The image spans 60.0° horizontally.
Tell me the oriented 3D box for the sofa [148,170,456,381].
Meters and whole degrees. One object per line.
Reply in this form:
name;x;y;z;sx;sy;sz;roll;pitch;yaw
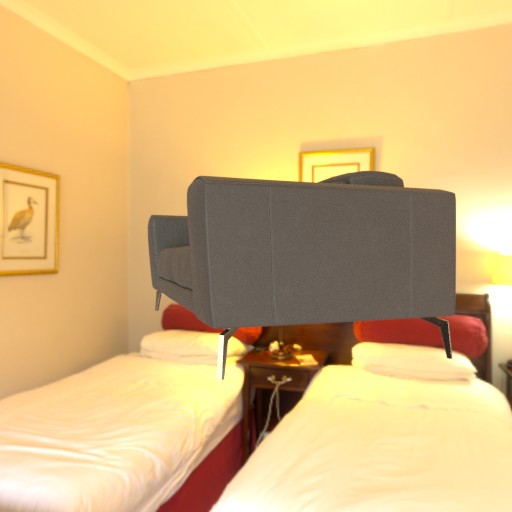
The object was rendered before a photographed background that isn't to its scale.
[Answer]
sofa;0.000;0.000;2.406;1.003;0.779;1.895;0;0;-19
